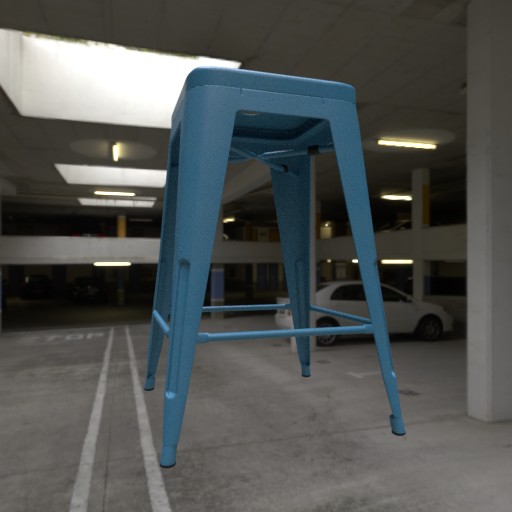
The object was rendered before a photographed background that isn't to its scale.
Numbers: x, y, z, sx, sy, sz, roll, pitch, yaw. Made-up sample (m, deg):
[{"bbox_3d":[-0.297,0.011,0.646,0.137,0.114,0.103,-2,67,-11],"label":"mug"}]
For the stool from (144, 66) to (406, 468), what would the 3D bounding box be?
[{"bbox_3d":[0.000,0.000,0.882,0.410,0.608,0.410,0,0,-17],"label":"stool"}]
